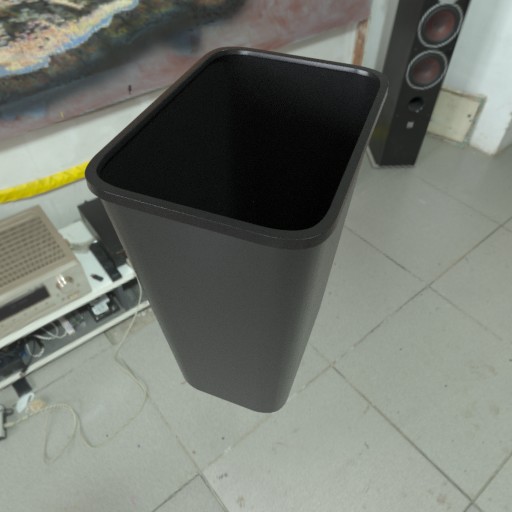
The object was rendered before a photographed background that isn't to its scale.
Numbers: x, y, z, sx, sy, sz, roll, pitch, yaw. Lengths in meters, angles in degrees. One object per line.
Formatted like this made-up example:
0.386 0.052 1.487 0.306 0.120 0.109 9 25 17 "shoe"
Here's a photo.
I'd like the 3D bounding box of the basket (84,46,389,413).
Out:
0.000 0.000 0.756 0.287 0.521 0.394 16 49 14 "basket"
